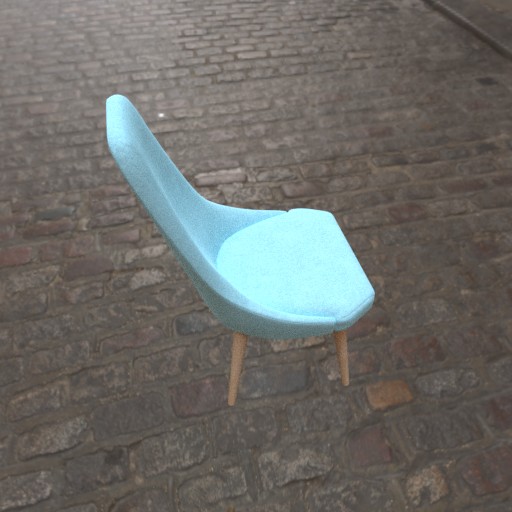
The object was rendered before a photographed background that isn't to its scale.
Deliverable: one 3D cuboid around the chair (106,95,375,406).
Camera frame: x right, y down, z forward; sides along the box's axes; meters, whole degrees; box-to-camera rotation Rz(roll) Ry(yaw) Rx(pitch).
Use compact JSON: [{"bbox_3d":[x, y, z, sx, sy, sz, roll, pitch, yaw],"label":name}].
[{"bbox_3d":[0.000,0.000,1.372,0.660,1.040,0.510,-10,48,-9],"label":"chair"}]
